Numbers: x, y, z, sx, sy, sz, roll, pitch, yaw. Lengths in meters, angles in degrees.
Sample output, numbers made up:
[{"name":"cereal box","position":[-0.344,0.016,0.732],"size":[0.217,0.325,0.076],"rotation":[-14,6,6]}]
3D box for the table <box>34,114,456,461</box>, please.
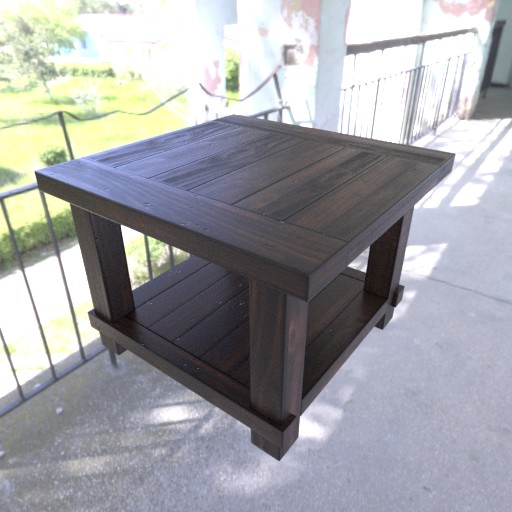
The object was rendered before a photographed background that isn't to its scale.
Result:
[{"name":"table","position":[0.000,0.000,0.994],"size":[0.606,0.437,0.593],"rotation":[21,36,31]}]
